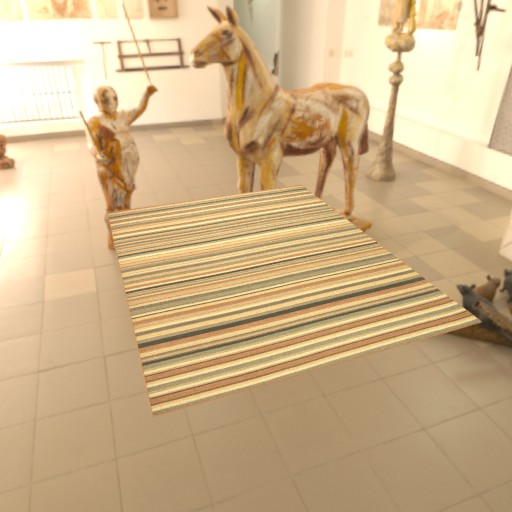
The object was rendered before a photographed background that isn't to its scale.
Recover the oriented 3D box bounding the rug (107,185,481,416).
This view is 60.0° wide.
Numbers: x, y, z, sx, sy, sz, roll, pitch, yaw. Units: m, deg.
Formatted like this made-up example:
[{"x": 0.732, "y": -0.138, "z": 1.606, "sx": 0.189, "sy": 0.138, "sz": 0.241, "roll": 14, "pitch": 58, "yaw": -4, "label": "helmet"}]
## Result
[{"x": 0.000, "y": 0.000, "z": 4.147, "sx": 2.436, "sy": 0.011, "sz": 3.045, "roll": -11, "pitch": 32, "yaw": -18, "label": "rug"}]
